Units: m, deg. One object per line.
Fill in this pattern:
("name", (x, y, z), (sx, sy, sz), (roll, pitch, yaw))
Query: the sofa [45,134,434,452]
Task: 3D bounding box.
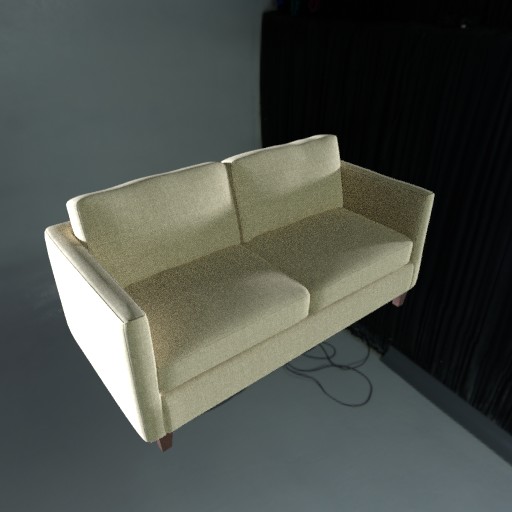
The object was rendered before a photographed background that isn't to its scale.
("sofa", (0.000, 0.000, 2.427), (1.884, 0.963, 0.950), (-22, 37, -32))
